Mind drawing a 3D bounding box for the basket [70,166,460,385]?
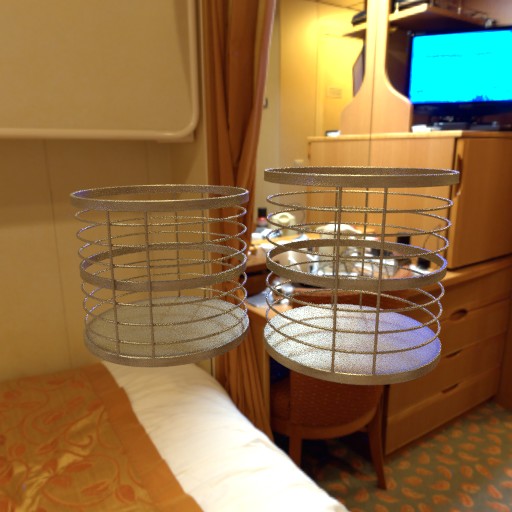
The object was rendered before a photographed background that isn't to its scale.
[{"bbox_3d":[0.000,0.000,0.913,0.746,0.351,0.356,2,14,9],"label":"basket"}]
